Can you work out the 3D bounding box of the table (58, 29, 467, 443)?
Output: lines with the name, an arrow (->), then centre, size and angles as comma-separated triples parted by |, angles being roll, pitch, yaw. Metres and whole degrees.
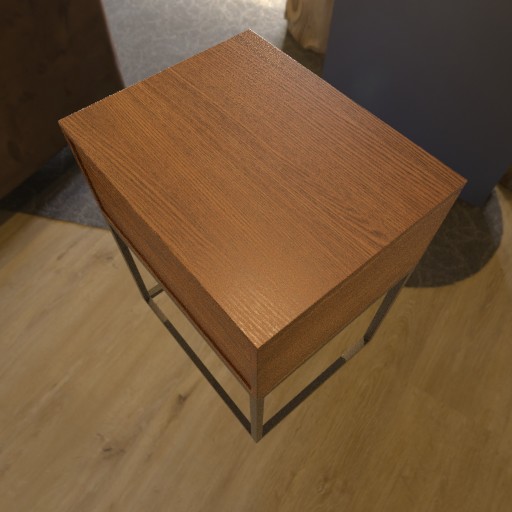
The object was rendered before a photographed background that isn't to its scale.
table -> 0.000, 0.000, 0.915 | 0.400, 0.610, 0.482 | -35, 64, -20
